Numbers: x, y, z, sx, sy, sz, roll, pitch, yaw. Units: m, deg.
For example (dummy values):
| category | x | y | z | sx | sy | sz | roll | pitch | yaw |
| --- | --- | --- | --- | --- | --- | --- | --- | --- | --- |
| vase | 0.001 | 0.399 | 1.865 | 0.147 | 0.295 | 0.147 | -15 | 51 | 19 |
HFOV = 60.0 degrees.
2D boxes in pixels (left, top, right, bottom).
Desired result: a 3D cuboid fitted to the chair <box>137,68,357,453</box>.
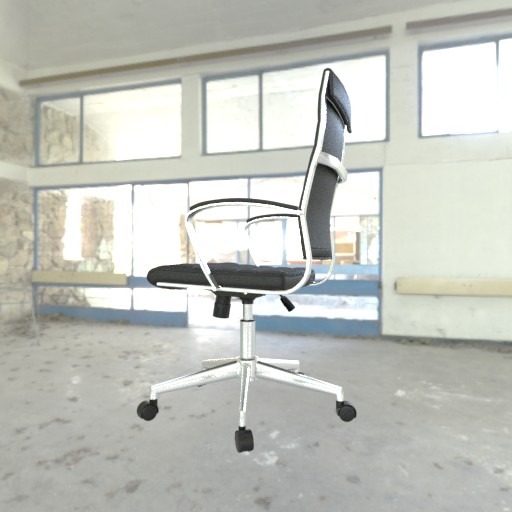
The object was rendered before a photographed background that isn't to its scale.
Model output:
| category | x | y | z | sx | sy | sz | roll | pitch | yaw |
| --- | --- | --- | --- | --- | --- | --- | --- | --- | --- |
| chair | 0.000 | 0.000 | 1.658 | 0.739 | 1.149 | 0.766 | 0 | 0 | 19 |
